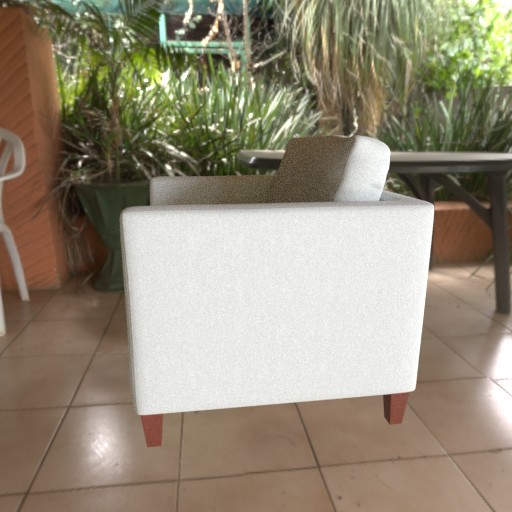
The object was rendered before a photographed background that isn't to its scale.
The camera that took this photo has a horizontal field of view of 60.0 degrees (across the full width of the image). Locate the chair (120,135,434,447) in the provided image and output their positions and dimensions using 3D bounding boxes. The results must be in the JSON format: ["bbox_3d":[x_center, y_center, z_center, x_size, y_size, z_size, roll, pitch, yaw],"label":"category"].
[{"bbox_3d":[0.000,0.000,1.827,0.953,0.961,1.107,-2,15,-8],"label":"chair"}]
